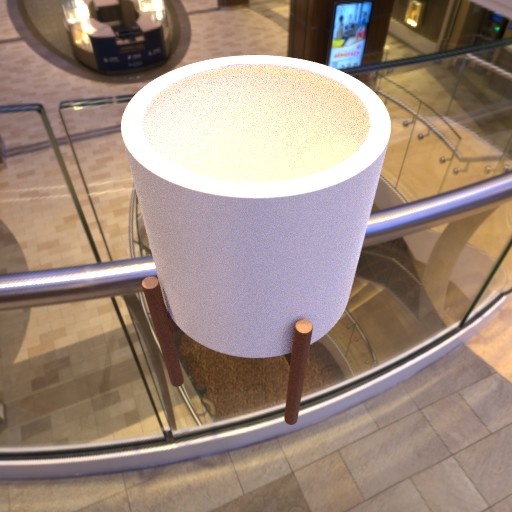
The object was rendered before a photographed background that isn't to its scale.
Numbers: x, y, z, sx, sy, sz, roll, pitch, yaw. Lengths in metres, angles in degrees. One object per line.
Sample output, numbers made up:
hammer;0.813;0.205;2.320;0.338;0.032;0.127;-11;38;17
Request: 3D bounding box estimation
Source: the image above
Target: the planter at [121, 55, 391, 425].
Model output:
planter;0.000;0.000;0.944;0.417;0.670;0.417;15;49;13
